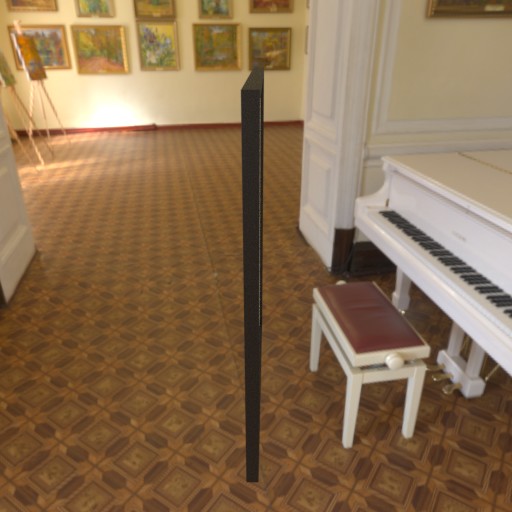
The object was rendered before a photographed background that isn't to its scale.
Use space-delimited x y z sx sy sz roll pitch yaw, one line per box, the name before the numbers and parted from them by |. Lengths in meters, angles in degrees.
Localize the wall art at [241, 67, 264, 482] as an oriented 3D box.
wall art | 0.000 0.000 1.412 0.036 1.070 0.802 1 26 1
